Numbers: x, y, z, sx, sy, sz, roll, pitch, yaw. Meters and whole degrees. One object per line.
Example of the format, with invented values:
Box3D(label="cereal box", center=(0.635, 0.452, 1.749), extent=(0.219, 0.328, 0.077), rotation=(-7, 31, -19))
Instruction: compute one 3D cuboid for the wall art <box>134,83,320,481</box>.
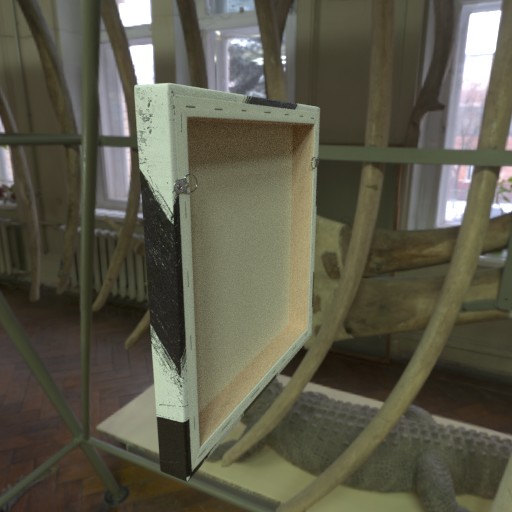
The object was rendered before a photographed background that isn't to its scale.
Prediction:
Box3D(label="wall art", center=(0.000, 0.000, 0.759), extent=(0.050, 0.508, 0.507), rotation=(7, 17, 25))
